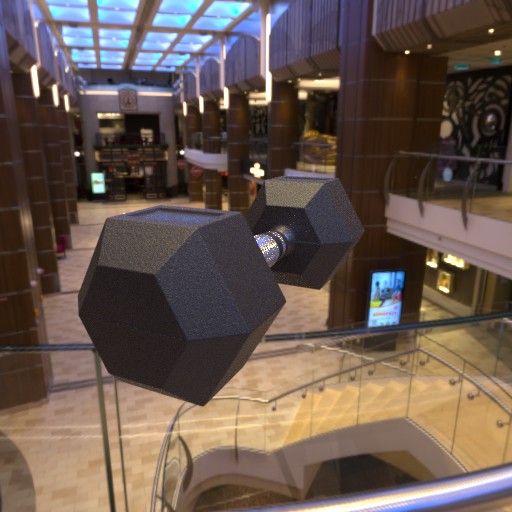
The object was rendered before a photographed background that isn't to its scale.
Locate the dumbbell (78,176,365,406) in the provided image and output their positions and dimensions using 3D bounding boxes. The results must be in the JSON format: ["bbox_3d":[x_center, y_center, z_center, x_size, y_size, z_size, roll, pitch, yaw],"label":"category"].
[{"bbox_3d":[0.000,0.000,0.426,0.141,0.123,0.356,8,18,25],"label":"dumbbell"}]
